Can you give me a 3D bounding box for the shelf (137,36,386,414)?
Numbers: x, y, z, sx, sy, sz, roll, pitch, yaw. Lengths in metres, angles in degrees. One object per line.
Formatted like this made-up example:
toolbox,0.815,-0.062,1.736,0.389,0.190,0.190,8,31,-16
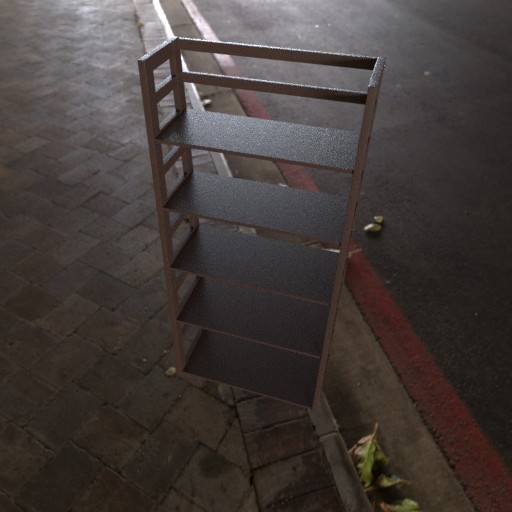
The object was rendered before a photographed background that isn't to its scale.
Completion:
shelf,0.000,0.000,1.920,0.763,1.600,0.403,12,44,13
